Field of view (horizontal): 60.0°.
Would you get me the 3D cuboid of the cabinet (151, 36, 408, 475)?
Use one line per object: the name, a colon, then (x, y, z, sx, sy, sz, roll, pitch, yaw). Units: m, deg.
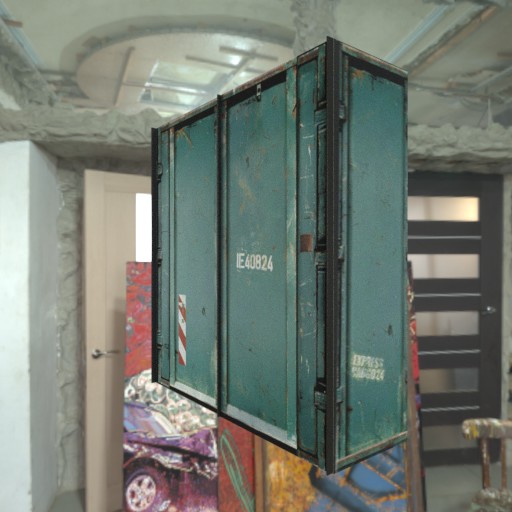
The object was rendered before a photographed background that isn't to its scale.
cabinet: (0.000, 0.000, 3.164, 0.680, 2.160, 2.000, 0, 0, -38)
